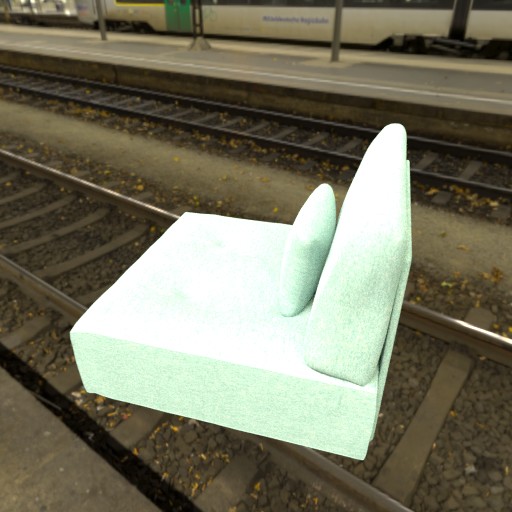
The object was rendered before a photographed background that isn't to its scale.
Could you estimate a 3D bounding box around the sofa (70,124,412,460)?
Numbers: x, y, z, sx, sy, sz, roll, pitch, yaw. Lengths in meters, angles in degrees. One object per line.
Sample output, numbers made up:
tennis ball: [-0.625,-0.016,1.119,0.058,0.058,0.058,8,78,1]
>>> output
sofa: [0.000,0.000,1.643,1.000,0.820,0.930,8,32,14]
